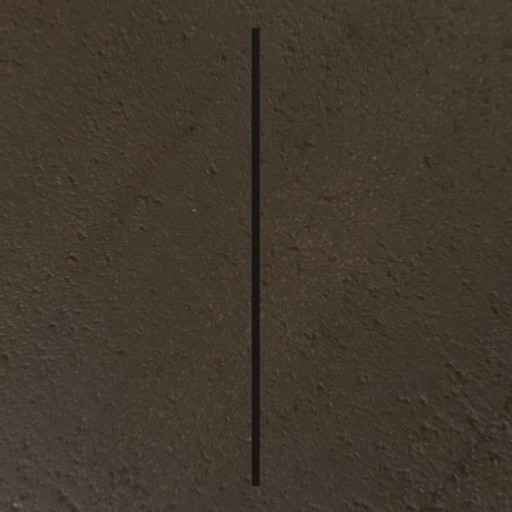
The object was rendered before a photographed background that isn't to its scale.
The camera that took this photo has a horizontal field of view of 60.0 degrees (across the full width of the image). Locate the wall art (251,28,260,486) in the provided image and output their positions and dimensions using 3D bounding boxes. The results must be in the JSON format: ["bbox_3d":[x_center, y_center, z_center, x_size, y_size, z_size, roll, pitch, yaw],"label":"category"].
[{"bbox_3d":[0.000,0.000,1.066,0.015,0.552,0.819,0,91,0],"label":"wall art"}]
